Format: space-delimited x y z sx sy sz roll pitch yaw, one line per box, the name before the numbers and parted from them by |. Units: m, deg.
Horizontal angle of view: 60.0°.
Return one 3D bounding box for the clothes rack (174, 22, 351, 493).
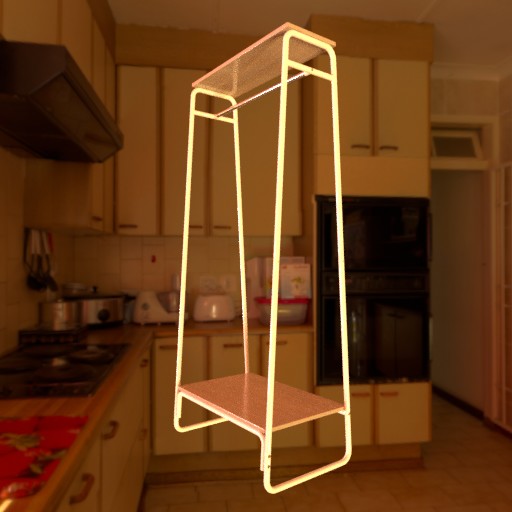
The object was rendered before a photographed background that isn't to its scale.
clothes rack | 0.000 0.000 1.753 0.400 1.512 0.640 0 0 -37
